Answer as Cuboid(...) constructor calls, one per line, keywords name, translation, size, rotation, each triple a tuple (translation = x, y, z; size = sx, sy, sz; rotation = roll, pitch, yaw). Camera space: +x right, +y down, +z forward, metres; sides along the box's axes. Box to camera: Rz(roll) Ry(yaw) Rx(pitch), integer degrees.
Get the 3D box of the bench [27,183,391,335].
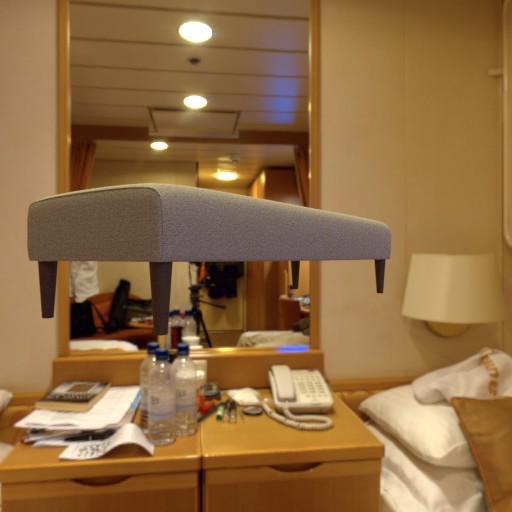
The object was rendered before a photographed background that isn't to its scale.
Cuboid(name="bench", translation=(0.000, 0.000, 1.831), size=(0.631, 0.383, 1.598), rotation=(0, 0, 36))
